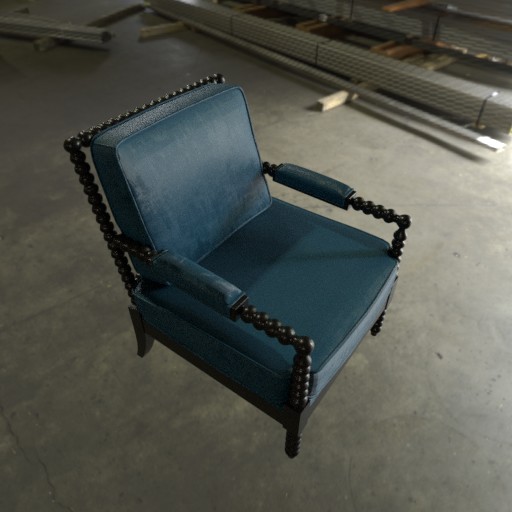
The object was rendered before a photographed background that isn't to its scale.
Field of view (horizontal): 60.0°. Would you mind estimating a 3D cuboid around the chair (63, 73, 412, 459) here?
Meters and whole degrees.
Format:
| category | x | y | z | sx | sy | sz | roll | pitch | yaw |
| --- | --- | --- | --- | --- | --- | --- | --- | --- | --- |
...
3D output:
| category | x | y | z | sx | sy | sz | roll | pitch | yaw |
| --- | --- | --- | --- | --- | --- | --- | --- | --- | --- |
| chair | 0.000 | 0.000 | 1.435 | 0.805 | 0.857 | 0.688 | 26 | 47 | 27 |
